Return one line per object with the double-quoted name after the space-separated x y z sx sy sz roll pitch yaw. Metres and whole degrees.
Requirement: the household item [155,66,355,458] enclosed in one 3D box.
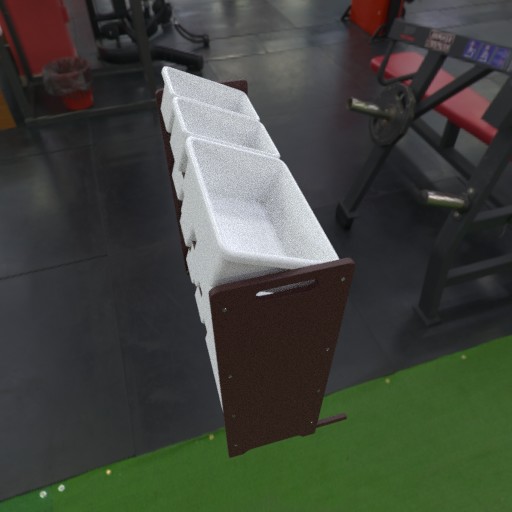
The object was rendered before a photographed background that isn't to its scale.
0.000 0.000 1.316 0.389 0.864 0.787 -12 48 -11 "household item"
